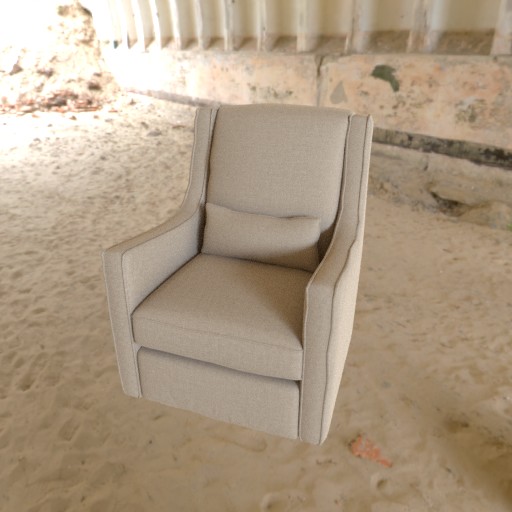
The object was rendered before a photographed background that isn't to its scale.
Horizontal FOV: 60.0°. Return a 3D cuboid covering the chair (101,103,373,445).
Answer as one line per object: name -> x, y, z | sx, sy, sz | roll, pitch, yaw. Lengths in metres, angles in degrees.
chair -> 0.000, 0.000, 1.641 | 0.732, 0.993, 0.879 | 8, 27, 17
